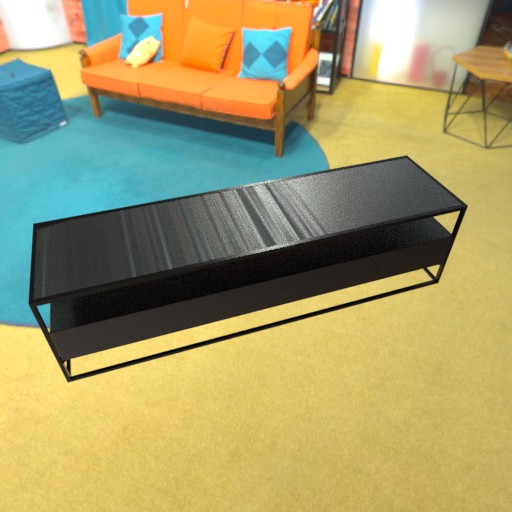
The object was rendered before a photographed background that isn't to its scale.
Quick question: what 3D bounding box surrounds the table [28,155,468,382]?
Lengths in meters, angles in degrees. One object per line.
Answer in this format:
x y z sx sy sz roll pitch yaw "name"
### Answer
0.000 0.000 1.697 1.486 0.395 0.399 -13 43 -14 "table"
